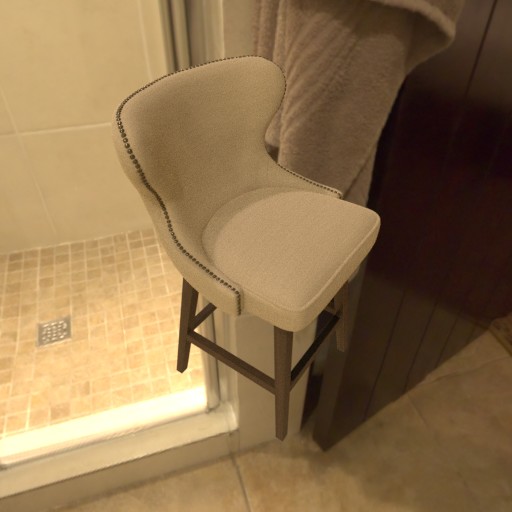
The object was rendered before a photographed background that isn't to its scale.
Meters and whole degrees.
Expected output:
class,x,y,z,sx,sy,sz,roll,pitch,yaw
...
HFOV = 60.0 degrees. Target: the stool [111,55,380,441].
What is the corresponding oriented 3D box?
class,x,y,z,sx,sy,sz,roll,pitch,yaw
stool,0.000,0.000,1.341,0.597,0.972,0.615,25,47,26
